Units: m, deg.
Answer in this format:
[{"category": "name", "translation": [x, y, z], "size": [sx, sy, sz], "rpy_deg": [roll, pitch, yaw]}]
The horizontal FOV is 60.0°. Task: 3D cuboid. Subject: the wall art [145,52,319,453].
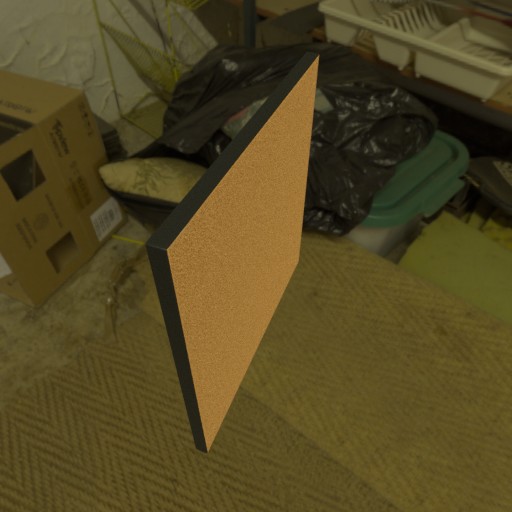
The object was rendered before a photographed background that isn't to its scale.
[{"category": "wall art", "translation": [0.000, 0.000, 0.687], "size": [0.022, 0.453, 0.456], "rpy_deg": [16, 48, 15]}]
